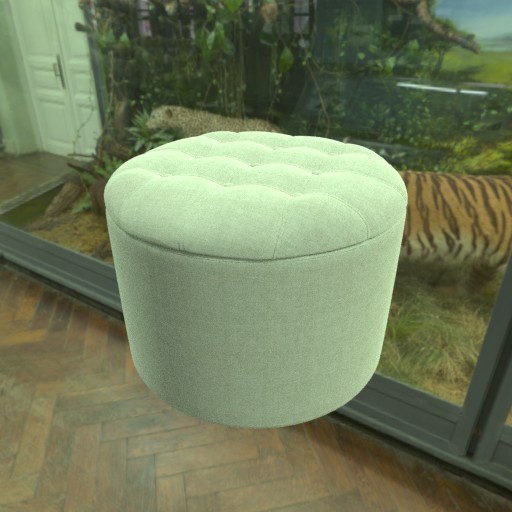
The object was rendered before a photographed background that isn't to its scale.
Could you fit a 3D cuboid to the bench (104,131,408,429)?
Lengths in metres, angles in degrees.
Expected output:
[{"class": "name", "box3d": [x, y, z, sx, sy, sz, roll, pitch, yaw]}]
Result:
[{"class": "bench", "box3d": [0.000, 0.000, 0.991, 0.600, 0.453, 0.600, 0, 29, 0]}]
